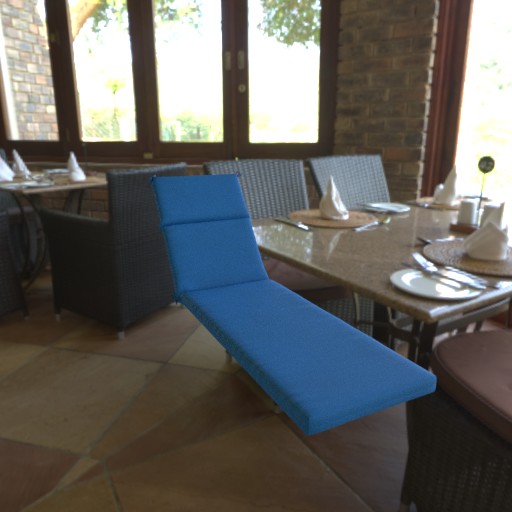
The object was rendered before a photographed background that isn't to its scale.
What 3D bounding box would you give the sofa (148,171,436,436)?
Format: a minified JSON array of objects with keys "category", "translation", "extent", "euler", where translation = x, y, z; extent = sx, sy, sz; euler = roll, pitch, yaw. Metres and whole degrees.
[{"category":"sofa","translation":[0.000,0.000,1.998],"extent":[0.582,0.622,1.663],"euler":[-8,17,-26]}]
